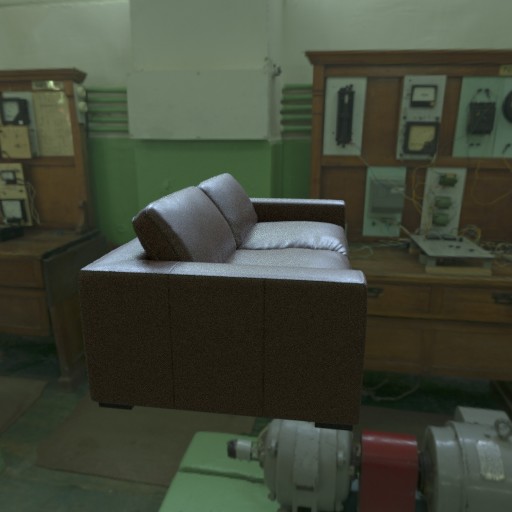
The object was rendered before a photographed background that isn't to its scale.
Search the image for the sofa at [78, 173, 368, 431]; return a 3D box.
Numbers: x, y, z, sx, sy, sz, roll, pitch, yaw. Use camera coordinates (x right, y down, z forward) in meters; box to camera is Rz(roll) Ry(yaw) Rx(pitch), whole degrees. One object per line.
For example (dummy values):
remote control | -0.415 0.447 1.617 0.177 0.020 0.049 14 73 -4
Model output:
sofa | 0.000 0.000 2.480 1.070 0.800 1.920 2 16 8
